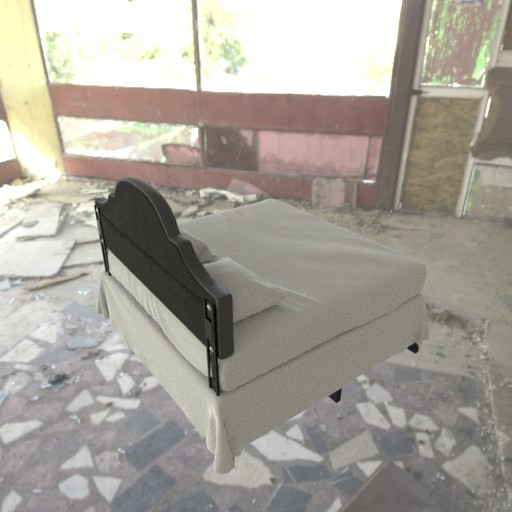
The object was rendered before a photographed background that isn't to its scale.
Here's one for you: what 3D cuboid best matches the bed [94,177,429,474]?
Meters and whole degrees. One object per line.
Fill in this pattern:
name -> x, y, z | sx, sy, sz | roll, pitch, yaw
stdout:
bed -> 0.000, 0.000, 3.705 | 2.222, 1.631, 2.303 | -19, 32, -32
